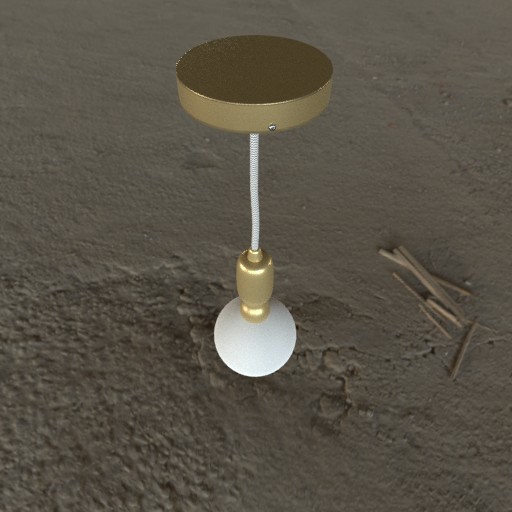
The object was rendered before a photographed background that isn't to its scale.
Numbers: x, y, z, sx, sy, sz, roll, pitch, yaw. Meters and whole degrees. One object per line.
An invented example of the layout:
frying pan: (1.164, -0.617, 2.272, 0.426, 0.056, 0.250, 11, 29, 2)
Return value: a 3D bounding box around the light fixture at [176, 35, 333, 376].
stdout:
light fixture: (0.000, 0.000, 0.591, 0.146, 0.510, 0.147, -14, 49, -13)
